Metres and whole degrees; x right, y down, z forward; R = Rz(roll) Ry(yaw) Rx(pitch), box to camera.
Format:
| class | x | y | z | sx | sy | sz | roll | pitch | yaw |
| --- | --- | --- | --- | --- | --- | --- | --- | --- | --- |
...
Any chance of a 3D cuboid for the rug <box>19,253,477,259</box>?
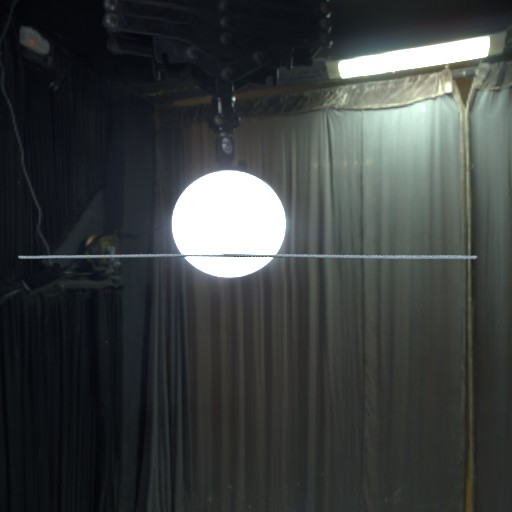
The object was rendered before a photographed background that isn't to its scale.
| class | x | y | z | sx | sy | sz | roll | pitch | yaw |
| --- | --- | --- | --- | --- | --- | --- | --- | --- | --- |
| rug | 0.000 | 0.000 | 2.233 | 1.853 | 0.022 | 1.174 | 0 | 0 | 18 |
